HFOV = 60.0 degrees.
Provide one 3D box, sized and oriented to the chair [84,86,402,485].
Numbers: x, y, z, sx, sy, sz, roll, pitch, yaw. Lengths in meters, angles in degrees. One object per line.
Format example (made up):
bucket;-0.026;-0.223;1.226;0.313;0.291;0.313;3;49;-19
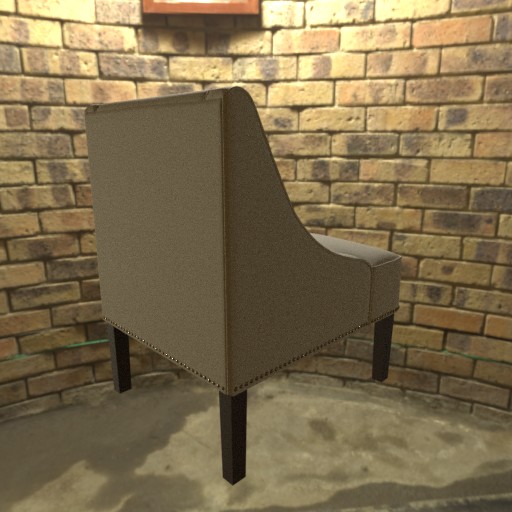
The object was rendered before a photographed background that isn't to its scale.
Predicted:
chair;0.000;0.000;1.340;0.737;0.864;0.610;-14;20;-42
